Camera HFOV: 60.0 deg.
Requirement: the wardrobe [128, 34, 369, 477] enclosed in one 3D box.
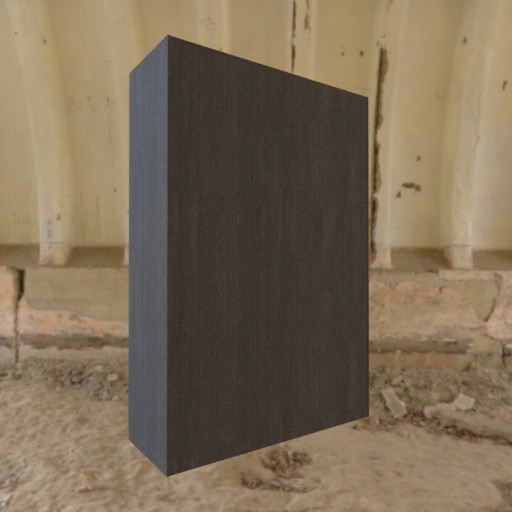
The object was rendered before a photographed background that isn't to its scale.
[{"bbox_3d":[0.000,0.000,2.490,1.290,1.910,0.510,0,-1,-35],"label":"wardrobe"}]
